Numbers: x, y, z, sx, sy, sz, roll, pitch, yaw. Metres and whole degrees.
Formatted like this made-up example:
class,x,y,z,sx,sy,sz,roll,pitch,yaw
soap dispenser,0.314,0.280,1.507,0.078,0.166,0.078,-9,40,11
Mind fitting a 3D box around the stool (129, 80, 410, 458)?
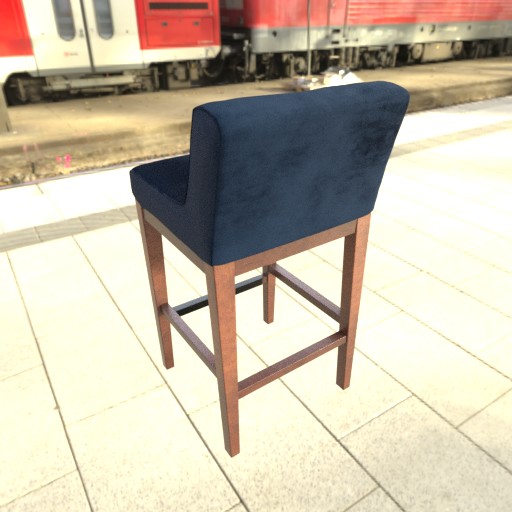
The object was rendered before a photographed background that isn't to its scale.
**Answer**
class,x,y,z,sx,sy,sz,roll,pitch,yaw
stool,0.000,0.000,1.256,0.511,0.945,0.516,-19,35,-30
